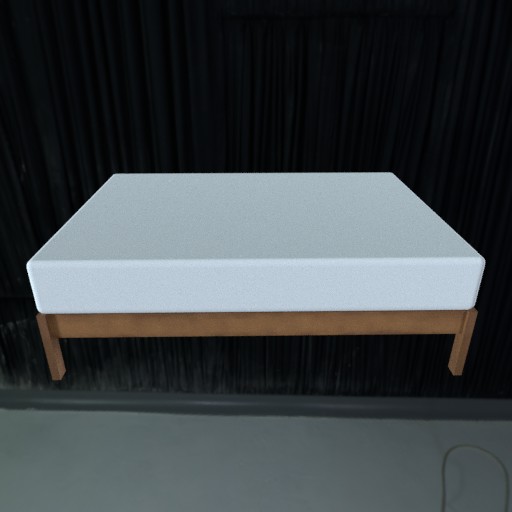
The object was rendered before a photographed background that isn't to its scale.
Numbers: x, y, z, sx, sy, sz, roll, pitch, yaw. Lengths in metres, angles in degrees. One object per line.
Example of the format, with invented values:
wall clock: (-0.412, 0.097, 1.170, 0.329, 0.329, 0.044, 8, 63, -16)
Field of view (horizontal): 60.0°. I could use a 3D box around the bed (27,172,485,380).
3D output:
bed: (0.000, 0.000, 2.560, 1.927, 0.616, 1.348, 0, 26, -1)
